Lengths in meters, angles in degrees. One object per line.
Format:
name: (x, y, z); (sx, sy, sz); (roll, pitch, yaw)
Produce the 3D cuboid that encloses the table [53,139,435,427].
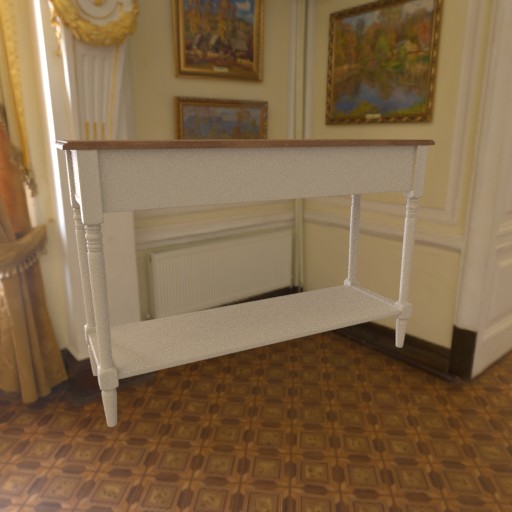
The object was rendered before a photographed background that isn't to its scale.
table: (0.000, 0.000, 1.579); (1.219, 0.800, 0.399); (-7, 17, -26)
